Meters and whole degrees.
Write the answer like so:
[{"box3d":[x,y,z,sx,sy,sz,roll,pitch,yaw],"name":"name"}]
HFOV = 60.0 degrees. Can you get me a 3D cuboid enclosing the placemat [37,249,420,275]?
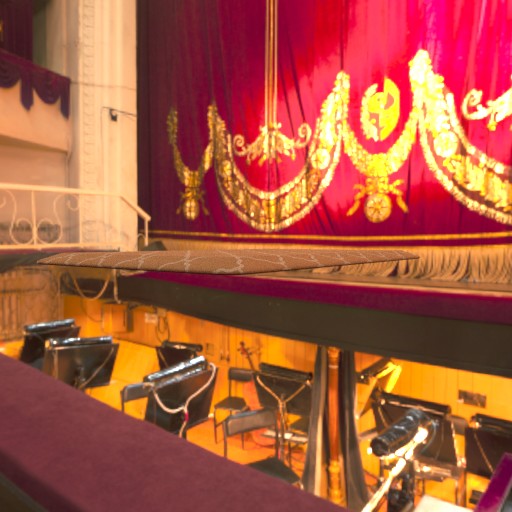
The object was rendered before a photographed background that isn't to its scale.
[{"box3d":[0.000,0.000,0.993,0.508,0.021,0.762,1,2,37],"name":"placemat"}]
